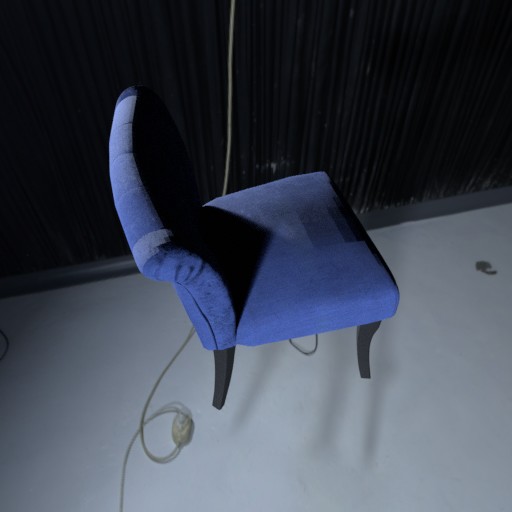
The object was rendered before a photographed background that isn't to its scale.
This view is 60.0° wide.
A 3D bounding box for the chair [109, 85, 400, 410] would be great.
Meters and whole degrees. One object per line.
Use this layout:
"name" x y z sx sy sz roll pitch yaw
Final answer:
"chair" 0.000 0.000 1.185 0.606 0.753 0.585 -12 49 -11
